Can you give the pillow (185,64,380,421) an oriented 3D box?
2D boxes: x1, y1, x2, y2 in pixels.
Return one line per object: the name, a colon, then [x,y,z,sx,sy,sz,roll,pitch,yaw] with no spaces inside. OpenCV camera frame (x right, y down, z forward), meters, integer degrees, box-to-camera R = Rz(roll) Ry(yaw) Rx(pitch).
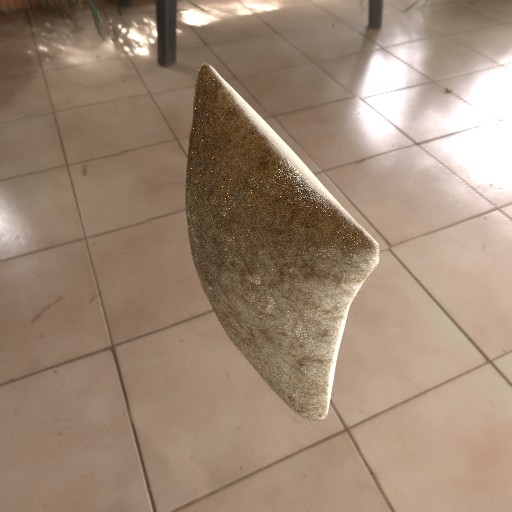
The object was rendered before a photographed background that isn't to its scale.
pillow: [0.000,0.000,0.828,0.216,0.525,0.538,-19,50,-17]
